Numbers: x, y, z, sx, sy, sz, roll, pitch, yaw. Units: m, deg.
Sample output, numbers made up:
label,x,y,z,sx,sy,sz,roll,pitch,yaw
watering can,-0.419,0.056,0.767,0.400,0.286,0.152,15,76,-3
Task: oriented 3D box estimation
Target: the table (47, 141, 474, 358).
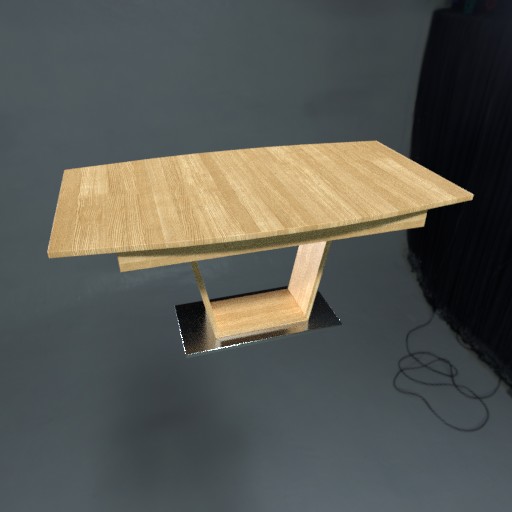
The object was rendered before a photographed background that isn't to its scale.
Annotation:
label,x,y,z,sx,sy,sz,roll,pitch,yaw
table,0.000,0.000,2.097,1.598,0.748,0.900,-9,32,-14
